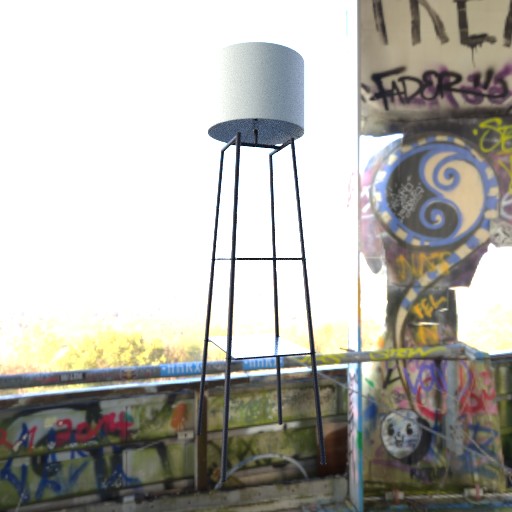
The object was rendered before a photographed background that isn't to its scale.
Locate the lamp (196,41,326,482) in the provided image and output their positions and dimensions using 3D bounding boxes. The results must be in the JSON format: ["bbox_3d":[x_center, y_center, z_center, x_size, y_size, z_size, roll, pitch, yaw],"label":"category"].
[{"bbox_3d":[0.000,0.000,1.704,0.384,1.474,0.427,0,-1,-19],"label":"lamp"}]
